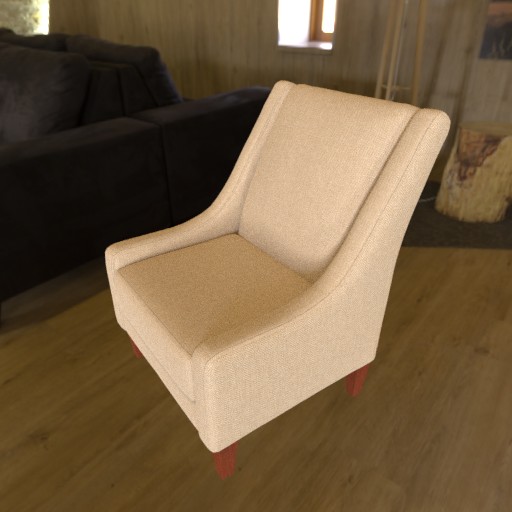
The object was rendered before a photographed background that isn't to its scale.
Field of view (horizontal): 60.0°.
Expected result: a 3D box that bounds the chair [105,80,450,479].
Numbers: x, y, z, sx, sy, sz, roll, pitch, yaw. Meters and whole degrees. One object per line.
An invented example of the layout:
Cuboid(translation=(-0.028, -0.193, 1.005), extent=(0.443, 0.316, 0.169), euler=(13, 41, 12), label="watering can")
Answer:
Cuboid(translation=(0.000, 0.000, 1.552), extent=(0.870, 1.014, 0.774), euler=(-19, 35, -30), label="chair")
